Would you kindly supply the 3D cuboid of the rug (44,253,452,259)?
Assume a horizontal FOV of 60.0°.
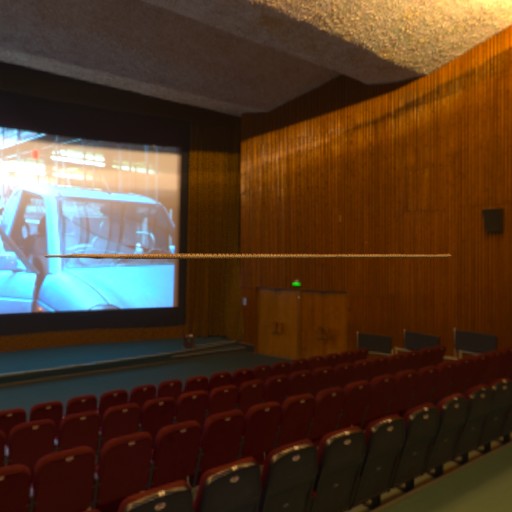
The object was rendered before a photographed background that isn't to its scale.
[{"bbox_3d":[0.000,0.000,3.113,2.438,0.034,1.521,0,0,-37],"label":"rug"}]
